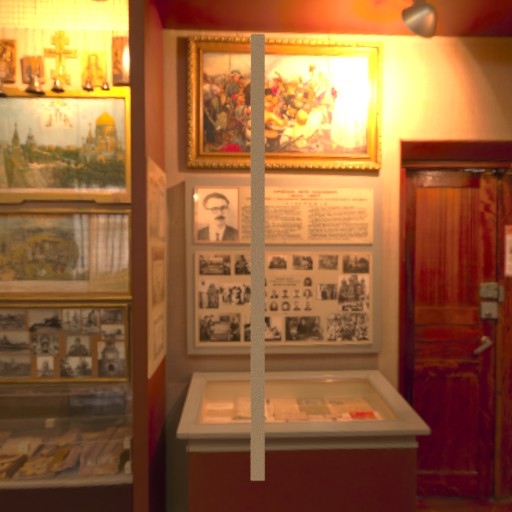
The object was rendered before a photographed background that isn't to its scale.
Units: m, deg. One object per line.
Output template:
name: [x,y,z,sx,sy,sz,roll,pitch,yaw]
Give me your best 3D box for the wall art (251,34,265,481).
wall art: [0.000,0.000,1.657,0.038,1.212,0.914,0,1,-1]
